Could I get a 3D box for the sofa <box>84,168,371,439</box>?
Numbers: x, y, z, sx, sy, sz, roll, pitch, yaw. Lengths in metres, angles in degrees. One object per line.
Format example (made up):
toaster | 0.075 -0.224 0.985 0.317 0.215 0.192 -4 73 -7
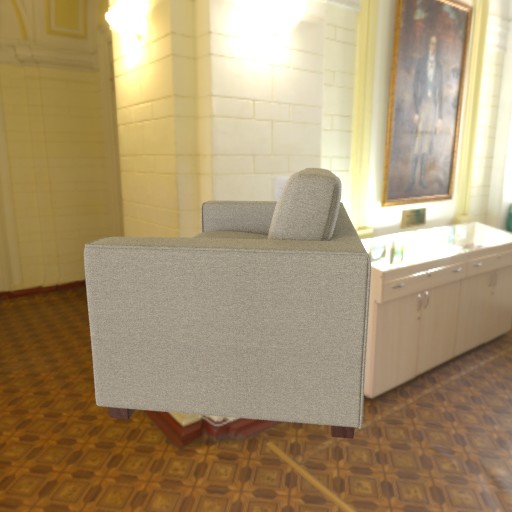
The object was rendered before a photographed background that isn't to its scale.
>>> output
sofa | 0.000 0.000 2.394 1.007 0.924 1.812 2 12 8
